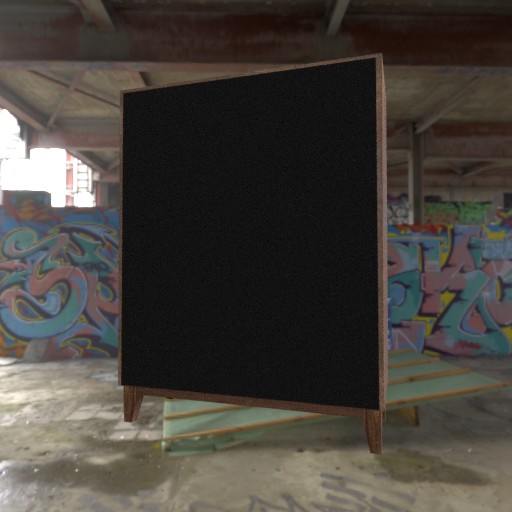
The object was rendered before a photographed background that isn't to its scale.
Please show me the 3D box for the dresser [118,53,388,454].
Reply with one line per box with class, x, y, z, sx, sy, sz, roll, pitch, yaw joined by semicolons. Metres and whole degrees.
dresser;0.000;0.000;1.894;1.062;1.393;0.442;0;-1;18
